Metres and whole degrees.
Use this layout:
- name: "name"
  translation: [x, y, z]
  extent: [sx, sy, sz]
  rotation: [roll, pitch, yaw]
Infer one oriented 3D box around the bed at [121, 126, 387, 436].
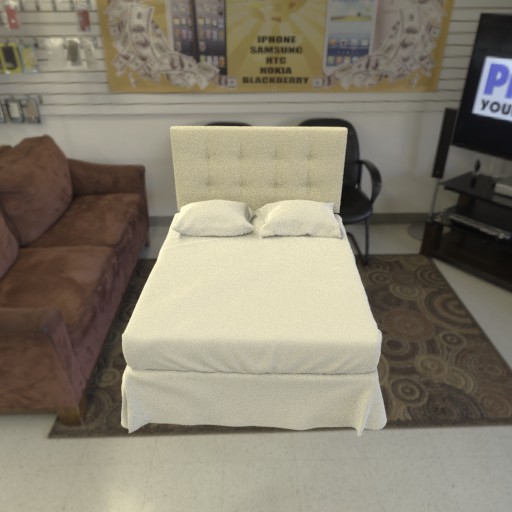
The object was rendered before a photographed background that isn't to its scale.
- name: "bed"
  translation: [0.000, 0.000, 3.587]
  extent: [1.936, 1.577, 2.222]
  rotation: [1, 30, 1]
